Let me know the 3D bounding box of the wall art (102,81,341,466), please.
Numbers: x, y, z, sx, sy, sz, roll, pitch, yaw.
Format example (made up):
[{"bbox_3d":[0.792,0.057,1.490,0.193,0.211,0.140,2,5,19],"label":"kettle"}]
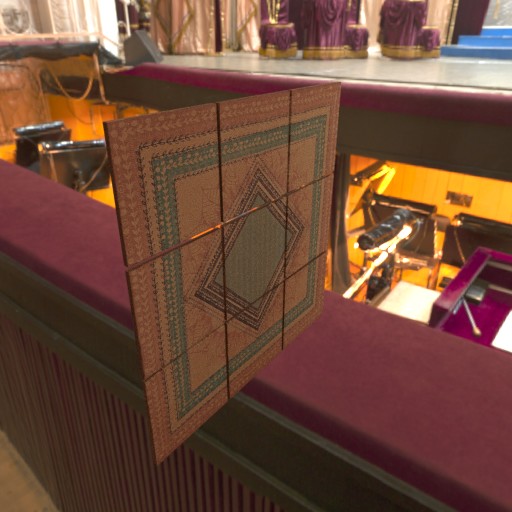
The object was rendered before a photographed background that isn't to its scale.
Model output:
[{"bbox_3d":[0.000,0.000,1.336,0.013,0.914,0.915,19,32,32],"label":"wall art"}]
